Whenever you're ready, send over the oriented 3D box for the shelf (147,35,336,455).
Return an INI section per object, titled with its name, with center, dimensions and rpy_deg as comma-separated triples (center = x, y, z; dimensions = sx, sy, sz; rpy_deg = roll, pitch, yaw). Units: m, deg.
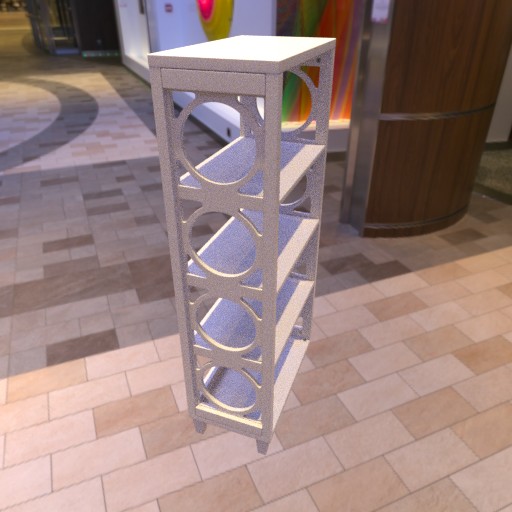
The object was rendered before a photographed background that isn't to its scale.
[shelf]
center = 0.000, 0.000, 1.634
dimensions = 0.340, 1.411, 0.611
rpy_deg = 11, 32, 18
